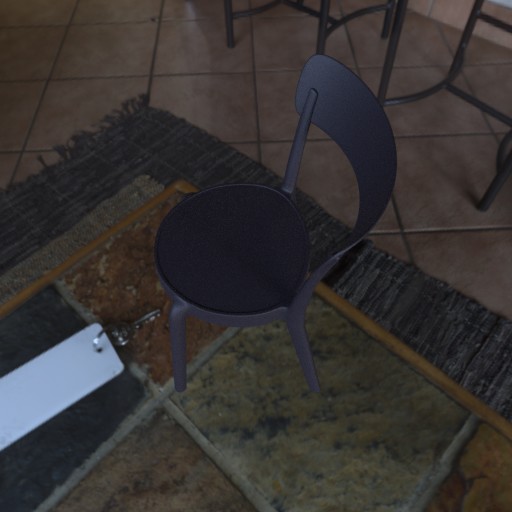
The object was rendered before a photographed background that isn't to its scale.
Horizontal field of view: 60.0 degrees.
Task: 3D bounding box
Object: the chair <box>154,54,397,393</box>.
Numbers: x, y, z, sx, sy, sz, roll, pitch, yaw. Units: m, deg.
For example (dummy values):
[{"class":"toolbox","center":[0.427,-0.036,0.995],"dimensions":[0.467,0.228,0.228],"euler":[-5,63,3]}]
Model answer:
[{"class":"chair","center":[0.000,0.000,1.114],"dimensions":[0.491,0.790,0.506],"euler":[0,57,0]}]
